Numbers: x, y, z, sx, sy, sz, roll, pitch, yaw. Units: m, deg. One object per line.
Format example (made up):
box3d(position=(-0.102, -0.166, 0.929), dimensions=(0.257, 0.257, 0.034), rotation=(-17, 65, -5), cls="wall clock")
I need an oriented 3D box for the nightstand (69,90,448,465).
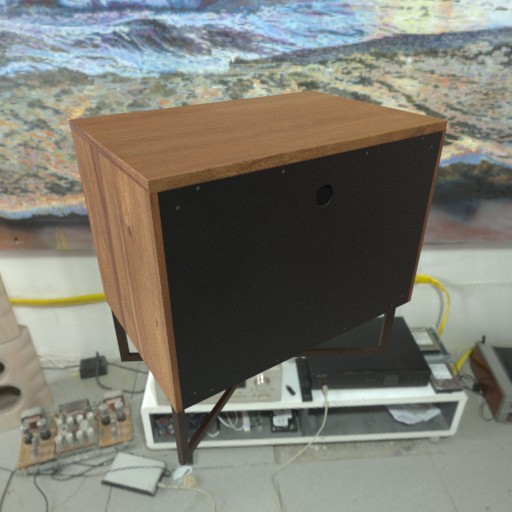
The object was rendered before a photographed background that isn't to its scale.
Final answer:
box3d(position=(0.000, 0.000, 1.019), dimensions=(0.613, 0.615, 0.427), rotation=(-18, 34, -29), cls="nightstand")
